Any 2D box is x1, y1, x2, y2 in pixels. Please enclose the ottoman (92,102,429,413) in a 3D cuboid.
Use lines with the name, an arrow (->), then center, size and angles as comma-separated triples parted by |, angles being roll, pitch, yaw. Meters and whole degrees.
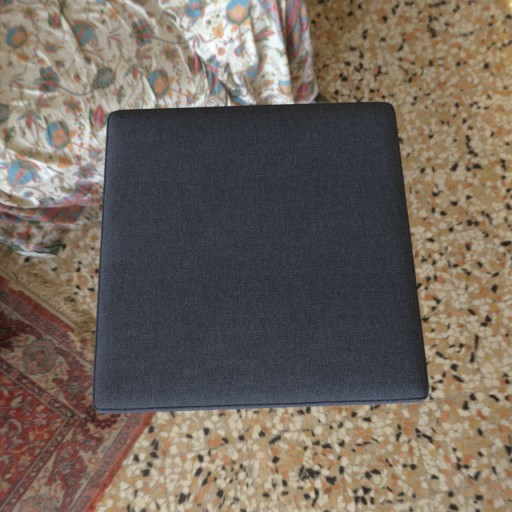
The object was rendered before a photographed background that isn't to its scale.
ottoman -> 0.000, 0.000, 1.548 | 1.000, 0.439, 1.000 | -2, 76, 0
